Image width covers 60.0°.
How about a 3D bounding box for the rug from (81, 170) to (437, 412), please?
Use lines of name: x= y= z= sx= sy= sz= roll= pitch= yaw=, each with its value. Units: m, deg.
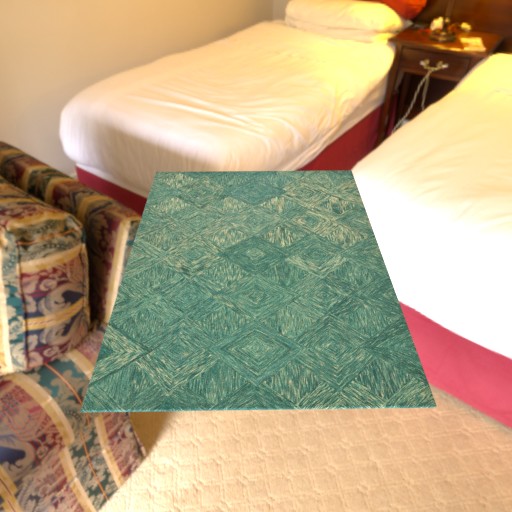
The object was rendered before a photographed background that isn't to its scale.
rug: x=0.000 y=0.000 z=4.221 sx=2.405 sy=0.027 sz=3.217 roll=-1 pitch=40 yaw=-1
